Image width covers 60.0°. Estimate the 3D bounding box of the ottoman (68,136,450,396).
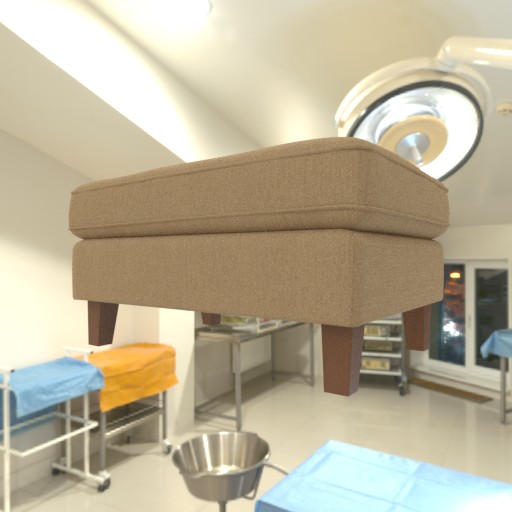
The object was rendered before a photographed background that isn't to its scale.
[{"bbox_3d":[0.000,0.000,1.275,0.945,0.521,0.636,0,0,36],"label":"ottoman"}]
